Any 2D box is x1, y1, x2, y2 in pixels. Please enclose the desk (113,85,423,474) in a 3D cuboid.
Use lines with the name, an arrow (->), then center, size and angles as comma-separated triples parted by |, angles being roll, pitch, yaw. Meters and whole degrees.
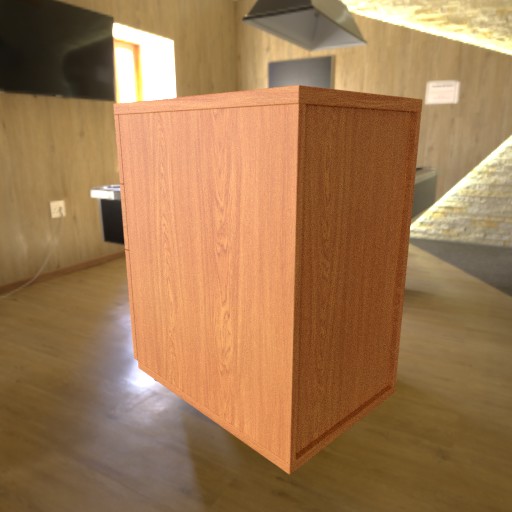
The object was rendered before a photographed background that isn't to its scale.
desk -> 0.000, 0.000, 1.108 | 0.404, 0.730, 0.600 | -15, 21, -42
